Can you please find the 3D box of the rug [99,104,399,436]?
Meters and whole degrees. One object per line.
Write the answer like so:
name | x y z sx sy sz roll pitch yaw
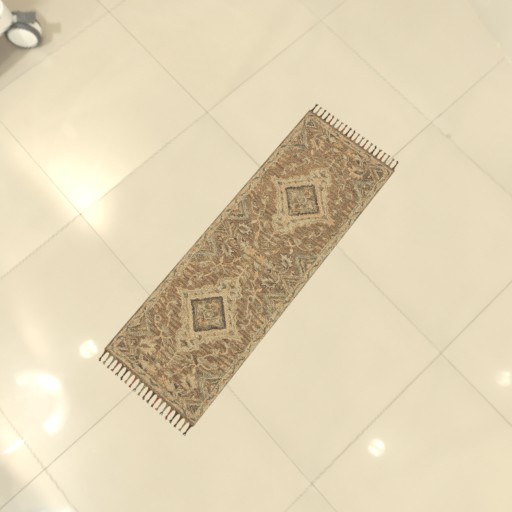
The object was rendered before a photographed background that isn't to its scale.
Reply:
rug | 0.000 0.000 2.912 2.378 0.018 1.324 -35 80 -7
